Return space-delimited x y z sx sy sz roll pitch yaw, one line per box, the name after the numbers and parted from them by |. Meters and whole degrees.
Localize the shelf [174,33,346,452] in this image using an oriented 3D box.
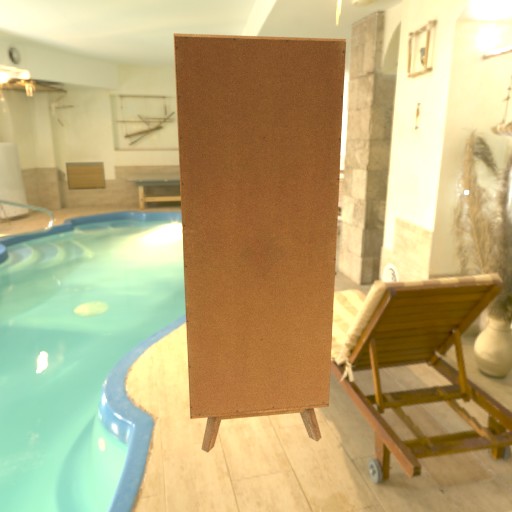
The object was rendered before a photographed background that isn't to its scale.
0.000 0.000 1.535 0.491 1.342 0.267 -2 15 -8 | shelf
